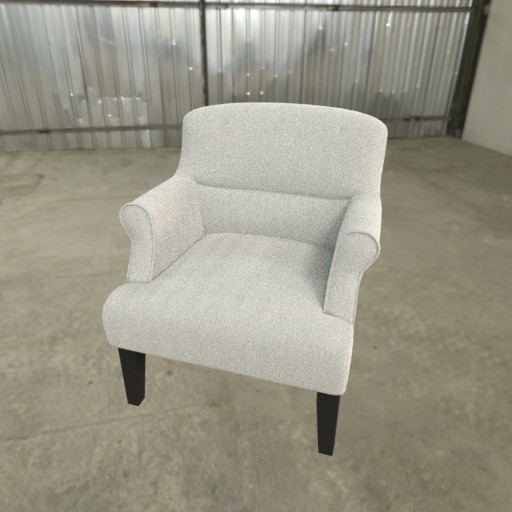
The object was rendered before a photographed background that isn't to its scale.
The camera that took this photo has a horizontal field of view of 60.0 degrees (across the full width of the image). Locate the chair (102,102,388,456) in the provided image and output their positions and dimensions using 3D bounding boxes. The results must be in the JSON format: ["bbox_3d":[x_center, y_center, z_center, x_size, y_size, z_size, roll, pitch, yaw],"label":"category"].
[{"bbox_3d":[0.000,0.000,1.470,0.781,0.875,0.750,8,28,15],"label":"chair"}]
